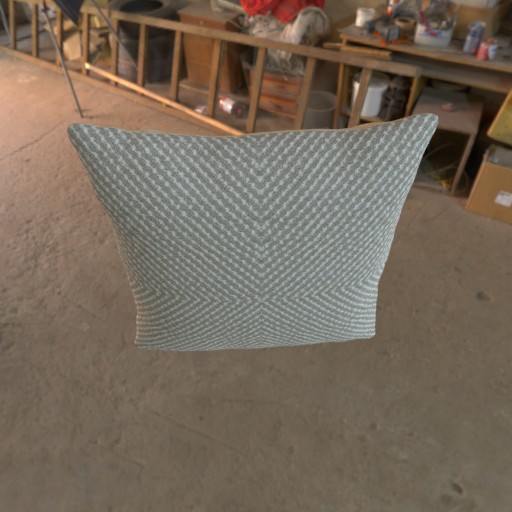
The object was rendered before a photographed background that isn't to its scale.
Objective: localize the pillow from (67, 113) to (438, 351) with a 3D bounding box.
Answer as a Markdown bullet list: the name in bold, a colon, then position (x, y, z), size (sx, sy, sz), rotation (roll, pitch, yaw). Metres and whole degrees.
- **pillow**: position (0.000, 0.000, 0.696), size (0.459, 0.458, 0.181), rotation (-2, 46, -2)
